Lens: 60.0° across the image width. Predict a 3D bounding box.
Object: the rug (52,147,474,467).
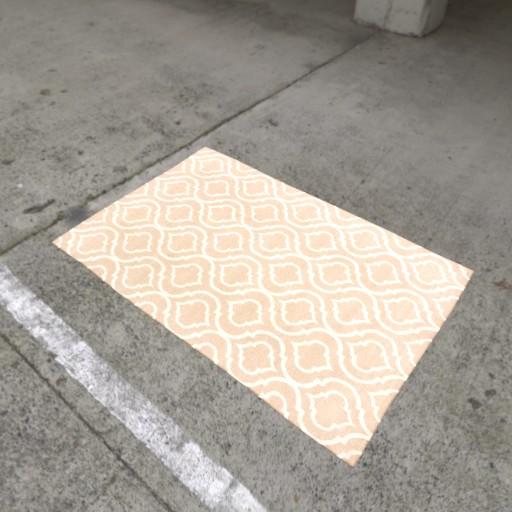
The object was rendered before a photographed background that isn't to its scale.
[{"bbox_3d":[0.000,0.000,2.177,1.761,0.013,1.152,30,53,26],"label":"rug"}]
